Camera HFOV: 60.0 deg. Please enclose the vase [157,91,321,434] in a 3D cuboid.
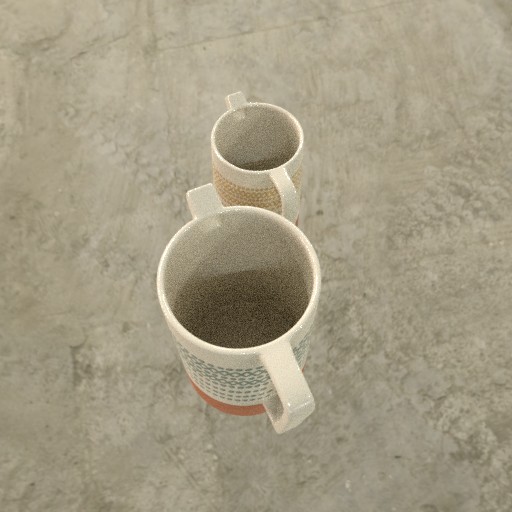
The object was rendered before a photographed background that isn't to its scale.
[{"bbox_3d":[0.000,0.000,0.467,0.168,0.247,0.326,14,64,7],"label":"vase"}]
